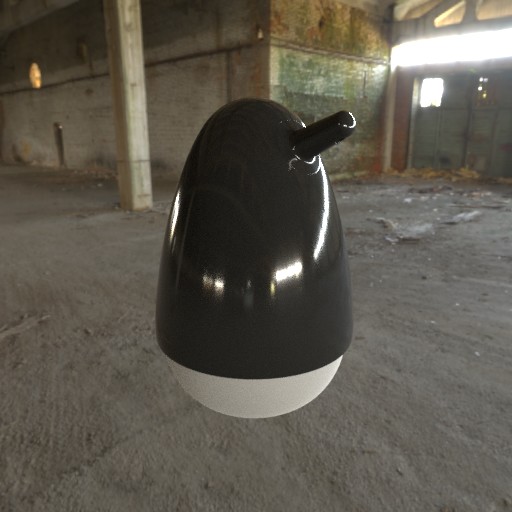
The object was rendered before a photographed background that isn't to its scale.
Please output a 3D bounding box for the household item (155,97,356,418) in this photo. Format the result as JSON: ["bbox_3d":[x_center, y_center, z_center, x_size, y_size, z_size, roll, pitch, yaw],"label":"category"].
[{"bbox_3d":[0.000,0.000,0.224,0.104,0.152,0.102,14,20,42],"label":"household item"}]
